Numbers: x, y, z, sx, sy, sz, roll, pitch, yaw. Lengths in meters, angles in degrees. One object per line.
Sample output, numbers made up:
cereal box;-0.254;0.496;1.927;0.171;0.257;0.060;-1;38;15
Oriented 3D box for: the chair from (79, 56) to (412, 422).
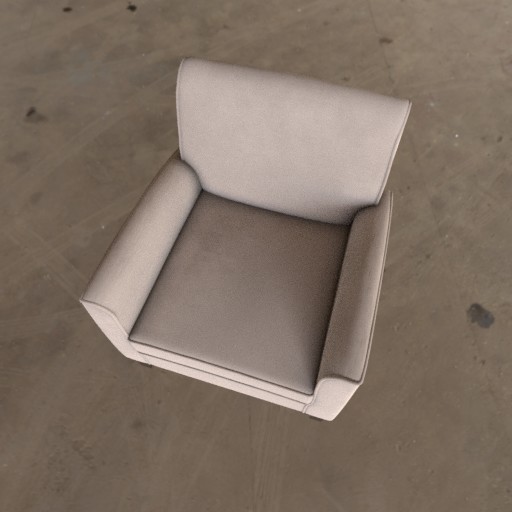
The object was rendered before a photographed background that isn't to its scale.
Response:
chair;0.000;0.000;1.544;0.820;0.915;0.821;15;60;9
